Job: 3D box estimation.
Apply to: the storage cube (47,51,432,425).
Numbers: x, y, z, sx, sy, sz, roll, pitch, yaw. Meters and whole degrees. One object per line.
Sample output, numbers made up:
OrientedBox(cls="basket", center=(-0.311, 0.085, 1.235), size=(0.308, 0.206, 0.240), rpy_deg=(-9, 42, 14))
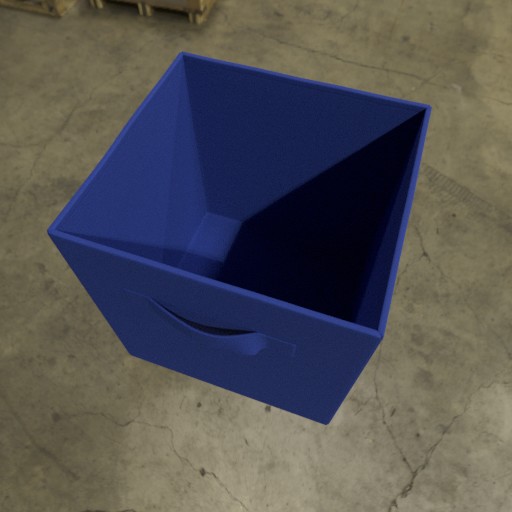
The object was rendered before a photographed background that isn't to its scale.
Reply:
OrientedBox(cls="storage cube", center=(0.000, 0.000, 0.498), size=(0.270, 0.280, 0.270), rpy_deg=(17, 59, 10))
